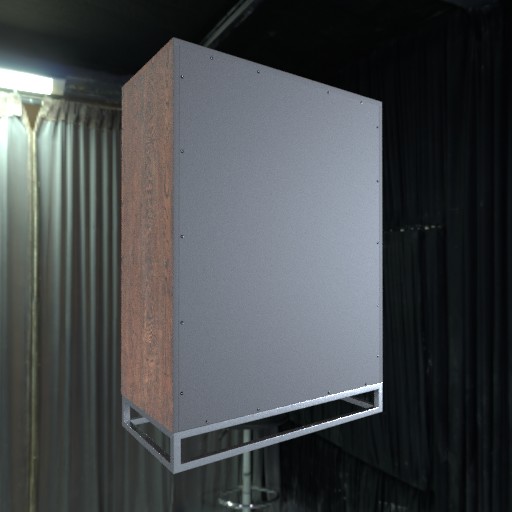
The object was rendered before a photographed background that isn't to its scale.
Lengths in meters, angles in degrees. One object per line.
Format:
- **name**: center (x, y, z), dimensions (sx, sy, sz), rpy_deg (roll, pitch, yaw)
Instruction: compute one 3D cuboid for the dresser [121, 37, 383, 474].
- **dresser**: center (0.000, 0.000, 1.822), dimensions (0.965, 1.321, 0.508), rpy_deg (0, -1, -35)
